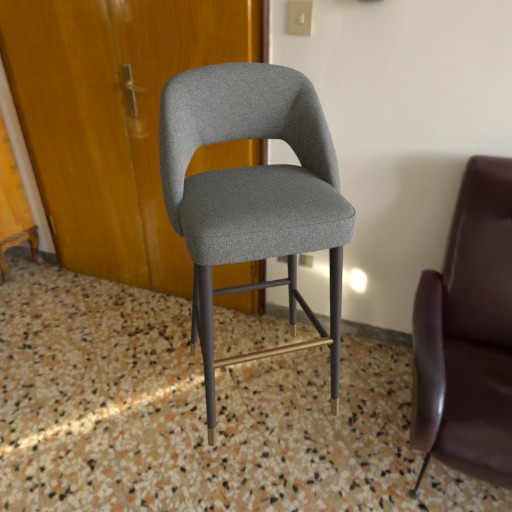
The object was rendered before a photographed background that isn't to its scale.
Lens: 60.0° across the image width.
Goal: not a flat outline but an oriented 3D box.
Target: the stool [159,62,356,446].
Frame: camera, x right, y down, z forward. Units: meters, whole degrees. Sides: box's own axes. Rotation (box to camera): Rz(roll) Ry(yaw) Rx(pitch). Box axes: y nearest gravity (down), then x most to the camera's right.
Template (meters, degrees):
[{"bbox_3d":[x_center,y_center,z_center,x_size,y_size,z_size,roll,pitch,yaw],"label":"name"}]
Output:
[{"bbox_3d":[0.000,0.000,1.431,0.536,1.089,0.524,-8,33,-13],"label":"stool"}]
